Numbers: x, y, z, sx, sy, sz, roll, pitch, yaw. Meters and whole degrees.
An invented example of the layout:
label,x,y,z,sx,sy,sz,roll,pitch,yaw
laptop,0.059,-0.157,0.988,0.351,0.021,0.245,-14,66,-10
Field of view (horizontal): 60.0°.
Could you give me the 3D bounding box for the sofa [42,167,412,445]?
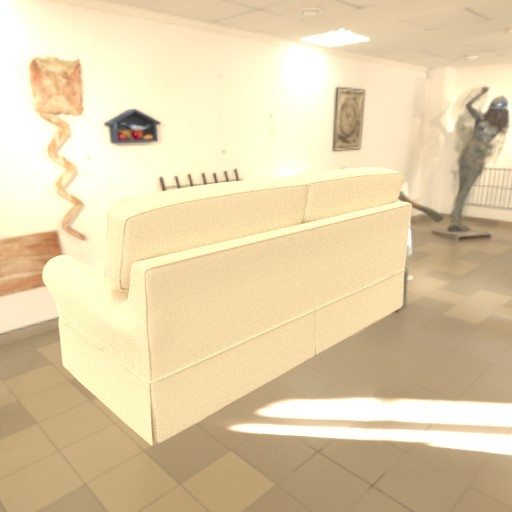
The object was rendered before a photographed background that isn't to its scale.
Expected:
label,x,y,z,sx,sy,sz,roll,pitch,yaw
sofa,0.000,0.000,2.477,2.021,0.937,0.862,-15,22,-43
